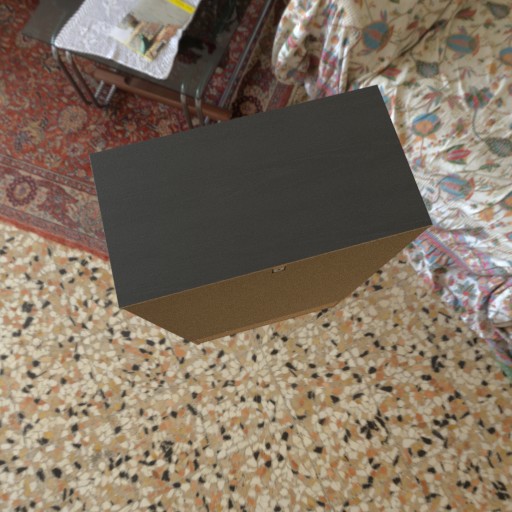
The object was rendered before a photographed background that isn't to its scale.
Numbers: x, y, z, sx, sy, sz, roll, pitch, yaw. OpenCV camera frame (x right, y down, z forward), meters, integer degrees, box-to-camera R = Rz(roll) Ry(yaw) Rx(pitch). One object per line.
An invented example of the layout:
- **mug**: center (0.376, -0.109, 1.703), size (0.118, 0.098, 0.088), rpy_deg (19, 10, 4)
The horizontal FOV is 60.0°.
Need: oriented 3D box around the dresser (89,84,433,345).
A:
- **dresser**: center (0.000, 0.000, 1.609), size (0.704, 1.255, 0.399), rpy_deg (-15, 76, -4)
